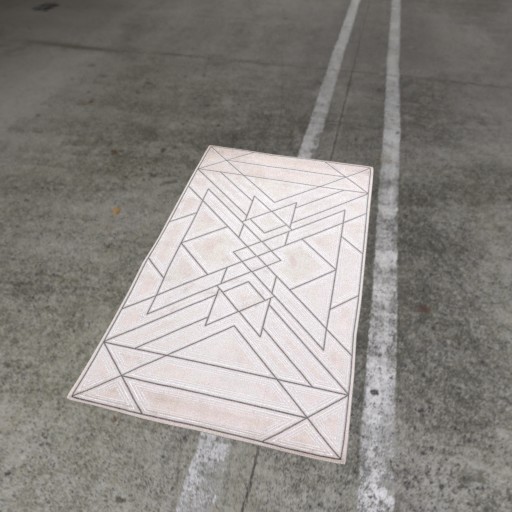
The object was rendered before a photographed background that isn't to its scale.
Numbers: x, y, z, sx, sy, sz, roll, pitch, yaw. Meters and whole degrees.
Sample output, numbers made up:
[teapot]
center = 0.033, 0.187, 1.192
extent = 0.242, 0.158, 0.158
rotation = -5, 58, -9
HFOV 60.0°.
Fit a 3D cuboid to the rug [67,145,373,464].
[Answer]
[rug]
center = 0.000, 0.000, 1.063
extent = 0.511, 0.008, 0.869
rotation = 10, 47, 9
